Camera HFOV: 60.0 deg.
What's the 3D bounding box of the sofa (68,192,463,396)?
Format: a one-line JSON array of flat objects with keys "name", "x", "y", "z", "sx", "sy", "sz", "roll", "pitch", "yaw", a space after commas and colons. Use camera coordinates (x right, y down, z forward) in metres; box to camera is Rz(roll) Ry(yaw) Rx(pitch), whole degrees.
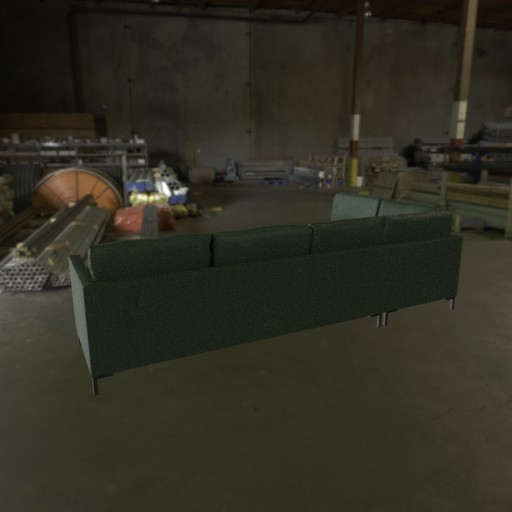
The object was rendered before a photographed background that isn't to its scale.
[{"name": "sofa", "x": 0.000, "y": 0.000, "z": 4.329, "sx": 3.384, "sy": 0.996, "sz": 2.048, "roll": -7, "pitch": 16, "yaw": -26}]
